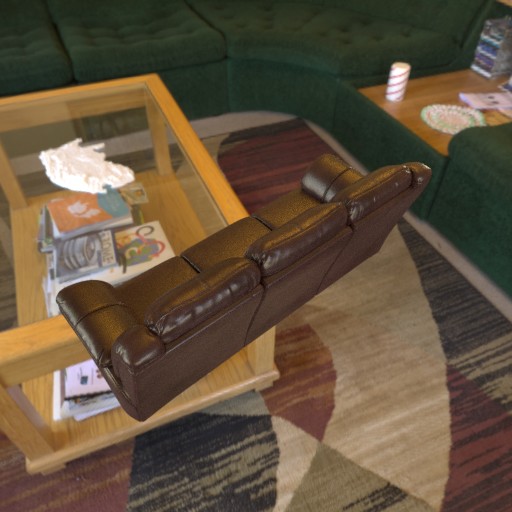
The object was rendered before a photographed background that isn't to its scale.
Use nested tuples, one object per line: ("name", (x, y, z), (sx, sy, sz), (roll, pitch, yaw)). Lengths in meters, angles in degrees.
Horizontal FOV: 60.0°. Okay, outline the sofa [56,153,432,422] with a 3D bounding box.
("sofa", (0.000, 0.000, 2.917), (2.337, 1.043, 0.991), (-31, 53, -27))
